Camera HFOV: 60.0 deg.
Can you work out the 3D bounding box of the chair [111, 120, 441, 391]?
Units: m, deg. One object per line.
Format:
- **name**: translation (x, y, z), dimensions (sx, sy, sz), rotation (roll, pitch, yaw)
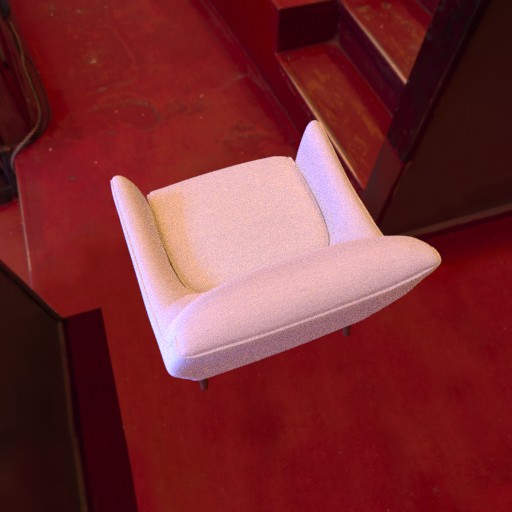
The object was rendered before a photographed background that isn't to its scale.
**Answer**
- **chair**: translation (0.000, 0.000, 1.454), dimensions (0.762, 0.838, 0.787), rotation (-18, 61, -10)
